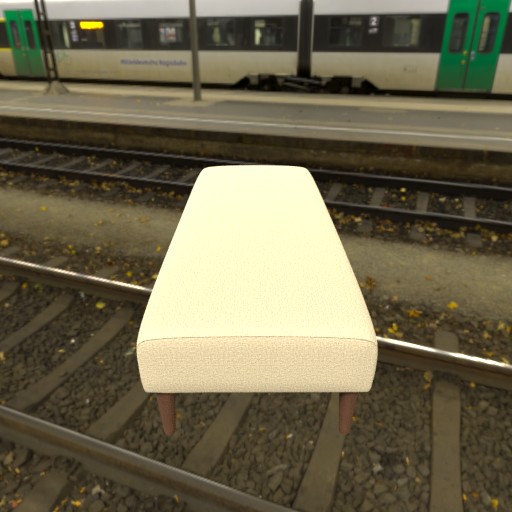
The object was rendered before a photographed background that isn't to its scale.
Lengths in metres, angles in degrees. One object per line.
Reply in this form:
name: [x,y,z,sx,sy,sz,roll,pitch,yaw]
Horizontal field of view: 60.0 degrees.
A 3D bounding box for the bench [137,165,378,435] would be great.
bench: [0.000,0.000,1.887,0.646,0.393,1.609,0,26,0]
